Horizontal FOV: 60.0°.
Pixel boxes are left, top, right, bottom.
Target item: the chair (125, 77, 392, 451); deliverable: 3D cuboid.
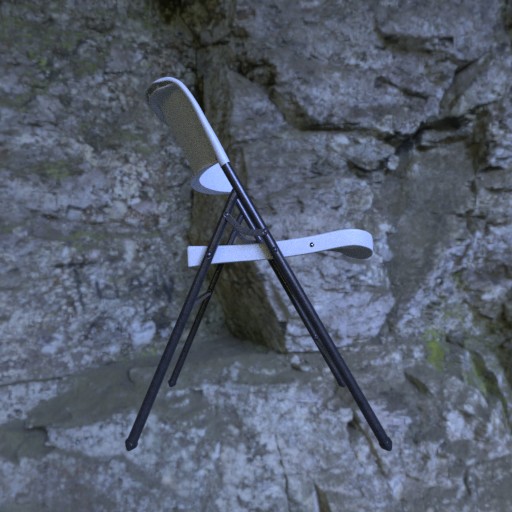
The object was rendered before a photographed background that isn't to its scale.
[{"bbox_3d":[0.000,0.000,1.160,0.566,0.810,0.494,0,-1,0],"label":"chair"}]
